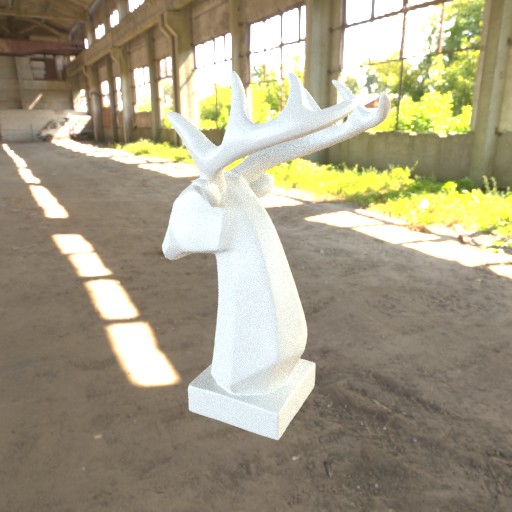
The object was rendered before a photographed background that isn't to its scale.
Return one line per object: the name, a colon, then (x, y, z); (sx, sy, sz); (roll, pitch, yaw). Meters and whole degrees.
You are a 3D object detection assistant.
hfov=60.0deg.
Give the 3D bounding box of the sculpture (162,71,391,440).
sculpture: (0.000, 0.000, 0.435); (0.224, 0.329, 0.174); (8, 19, 26)
